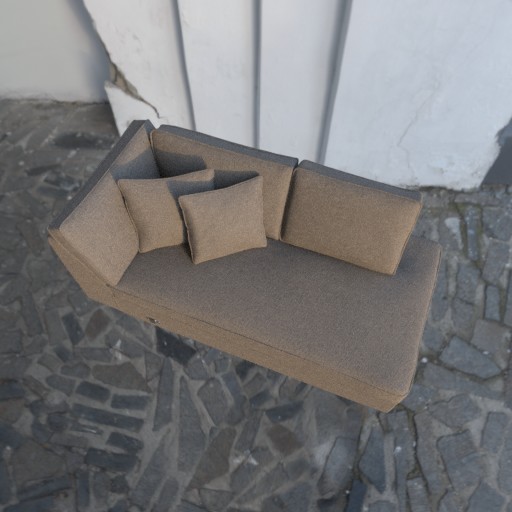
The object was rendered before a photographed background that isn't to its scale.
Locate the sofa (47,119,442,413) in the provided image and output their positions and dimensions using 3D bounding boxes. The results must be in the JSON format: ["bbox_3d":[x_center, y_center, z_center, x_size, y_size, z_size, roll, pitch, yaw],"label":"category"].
[{"bbox_3d":[0.000,0.000,2.861,2.237,1.033,1.110,18,60,11],"label":"sofa"}]
